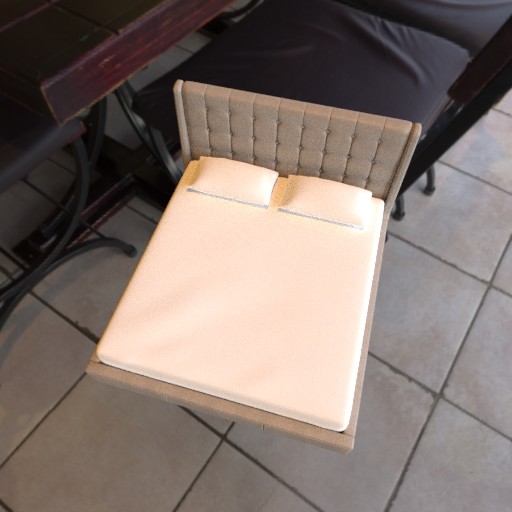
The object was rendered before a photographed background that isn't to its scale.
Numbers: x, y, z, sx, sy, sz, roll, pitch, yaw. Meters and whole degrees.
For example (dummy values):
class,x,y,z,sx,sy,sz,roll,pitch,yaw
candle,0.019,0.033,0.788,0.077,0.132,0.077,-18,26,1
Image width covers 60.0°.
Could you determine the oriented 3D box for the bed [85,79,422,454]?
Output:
class,x,y,z,sx,sy,sz,roll,pitch,yaw
bed,0.000,0.000,3.564,2.062,1.289,2.342,13,58,8
